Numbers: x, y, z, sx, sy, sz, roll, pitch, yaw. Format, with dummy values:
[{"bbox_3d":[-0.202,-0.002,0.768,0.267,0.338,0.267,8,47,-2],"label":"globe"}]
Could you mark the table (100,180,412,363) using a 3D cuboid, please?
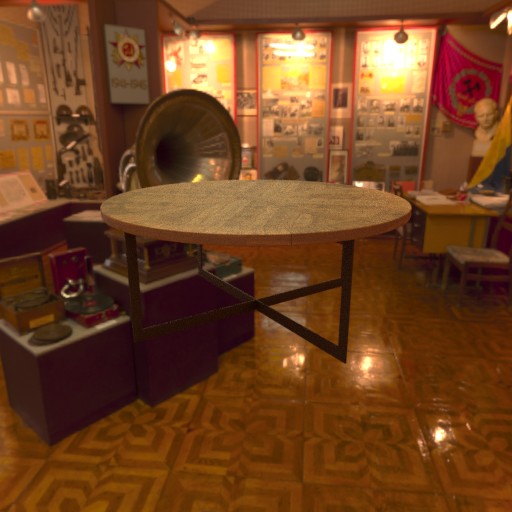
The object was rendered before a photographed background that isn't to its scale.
[{"bbox_3d":[0.000,0.000,1.972,1.264,0.516,1.264,0,17,0],"label":"table"}]
